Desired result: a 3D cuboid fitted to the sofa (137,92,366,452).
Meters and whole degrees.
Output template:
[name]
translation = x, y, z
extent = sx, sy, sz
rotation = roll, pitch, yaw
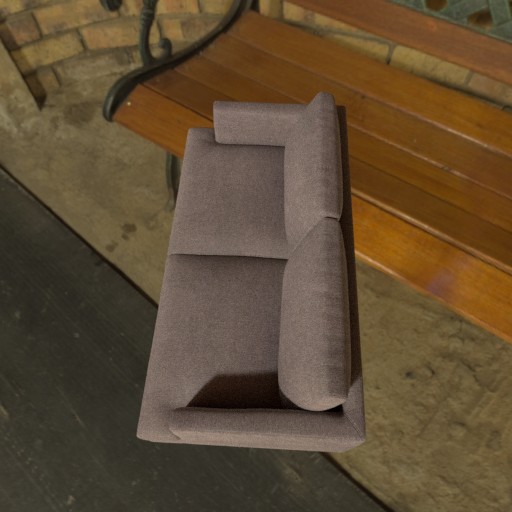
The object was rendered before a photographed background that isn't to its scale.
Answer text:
[sofa]
translation = 0.000, 0.000, 2.478
extent = 1.020, 0.868, 1.948
rotation = 3, 61, 1
